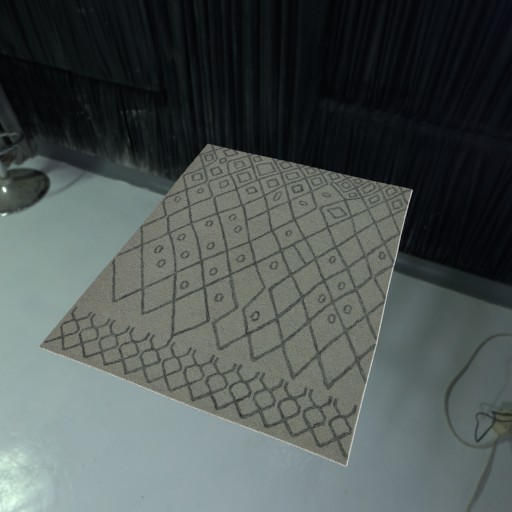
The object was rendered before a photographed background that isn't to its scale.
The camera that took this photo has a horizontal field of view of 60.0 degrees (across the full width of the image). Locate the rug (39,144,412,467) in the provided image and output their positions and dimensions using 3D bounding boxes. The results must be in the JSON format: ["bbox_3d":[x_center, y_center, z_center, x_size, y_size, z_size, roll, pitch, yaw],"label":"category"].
[{"bbox_3d":[0.000,0.000,4.114,2.446,0.015,3.046,16,49,14],"label":"rug"}]
